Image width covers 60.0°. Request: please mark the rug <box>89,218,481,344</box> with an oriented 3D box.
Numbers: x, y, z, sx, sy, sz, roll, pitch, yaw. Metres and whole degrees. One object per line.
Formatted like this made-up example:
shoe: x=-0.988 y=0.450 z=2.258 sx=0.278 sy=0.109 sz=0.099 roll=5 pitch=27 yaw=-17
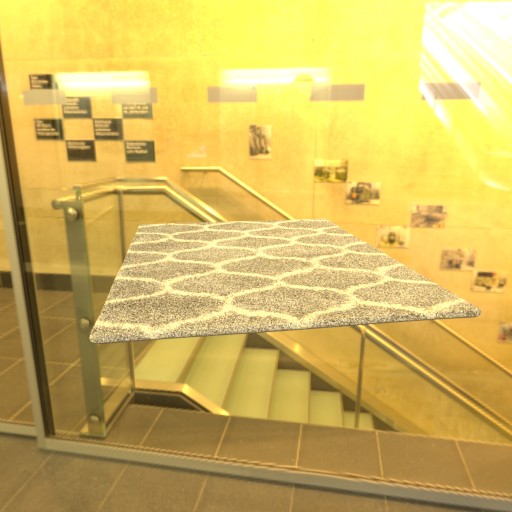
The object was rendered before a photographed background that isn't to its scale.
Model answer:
rug: x=0.000 y=0.000 z=2.072 sx=1.200 sy=0.025 sz=1.600 roll=-3 pitch=16 yaw=-9
